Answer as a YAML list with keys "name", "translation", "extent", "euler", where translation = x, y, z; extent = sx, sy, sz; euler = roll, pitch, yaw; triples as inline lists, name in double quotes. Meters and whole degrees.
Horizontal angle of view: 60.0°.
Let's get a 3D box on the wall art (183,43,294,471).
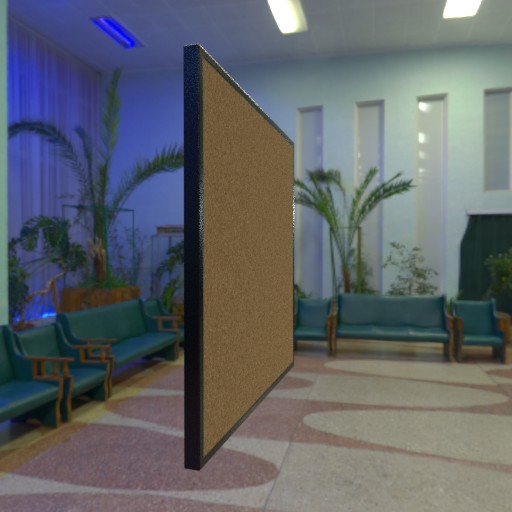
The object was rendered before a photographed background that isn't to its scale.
- name: "wall art"
  translation: [0.000, 0.000, 0.530]
  extent: [0.014, 0.349, 0.349]
  euler: [0, 1, 18]
